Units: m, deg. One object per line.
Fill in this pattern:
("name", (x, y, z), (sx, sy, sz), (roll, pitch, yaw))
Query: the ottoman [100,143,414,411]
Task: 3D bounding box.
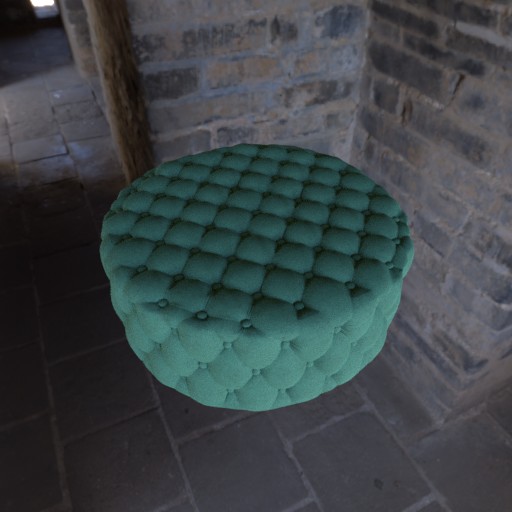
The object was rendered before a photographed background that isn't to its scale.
("ottoman", (0.000, 0.000, 1.535), (0.998, 0.399, 0.998), (0, 41, 0))
